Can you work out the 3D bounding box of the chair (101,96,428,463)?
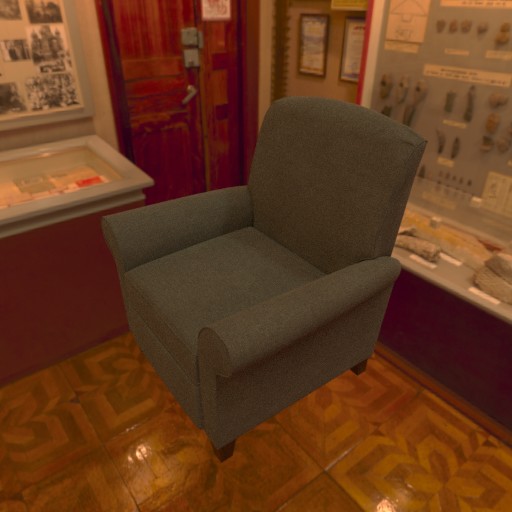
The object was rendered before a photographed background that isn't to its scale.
[{"bbox_3d":[0.000,0.000,1.732,0.905,1.061,0.978,-21,37,-30],"label":"chair"}]
